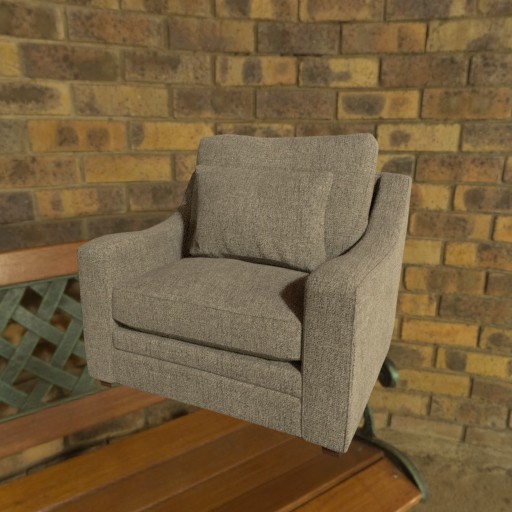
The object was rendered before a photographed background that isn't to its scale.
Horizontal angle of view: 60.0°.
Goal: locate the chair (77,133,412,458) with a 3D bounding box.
[{"bbox_3d":[0.000,0.000,1.941,1.138,1.037,1.009,7,17,24],"label":"chair"}]
